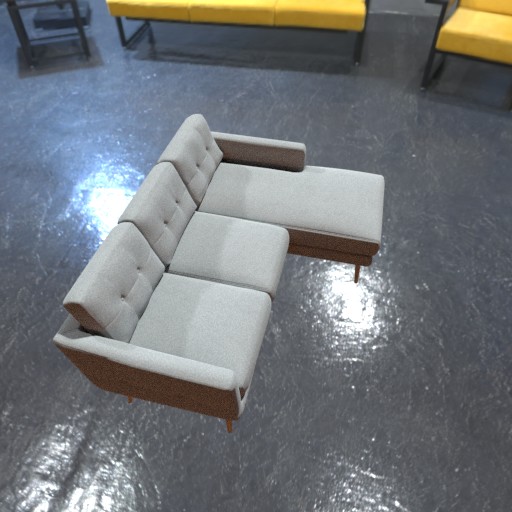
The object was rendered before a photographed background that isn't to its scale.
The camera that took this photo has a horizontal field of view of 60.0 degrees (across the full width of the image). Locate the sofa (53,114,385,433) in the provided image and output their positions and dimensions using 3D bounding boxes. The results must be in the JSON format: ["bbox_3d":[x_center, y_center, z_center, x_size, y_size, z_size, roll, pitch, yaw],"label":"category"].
[{"bbox_3d":[0.000,0.000,2.793,1.530,0.860,2.040,10,47,9],"label":"sofa"}]
